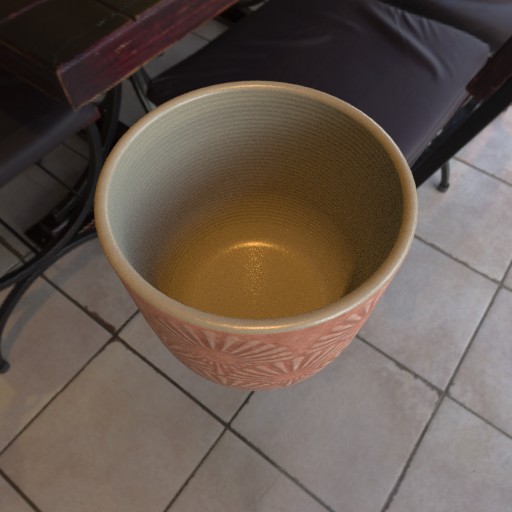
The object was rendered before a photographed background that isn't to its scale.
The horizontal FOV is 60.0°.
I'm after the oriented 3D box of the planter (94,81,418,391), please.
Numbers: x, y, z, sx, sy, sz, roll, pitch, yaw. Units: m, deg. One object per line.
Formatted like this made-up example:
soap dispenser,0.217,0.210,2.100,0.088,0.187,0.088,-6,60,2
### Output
planter,0.000,0.000,0.217,0.124,0.109,0.124,0,58,0
